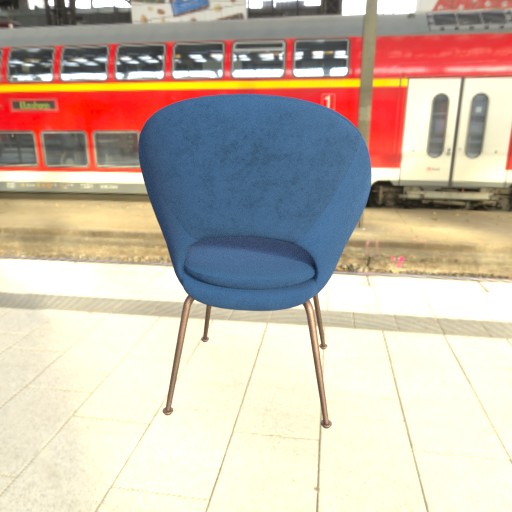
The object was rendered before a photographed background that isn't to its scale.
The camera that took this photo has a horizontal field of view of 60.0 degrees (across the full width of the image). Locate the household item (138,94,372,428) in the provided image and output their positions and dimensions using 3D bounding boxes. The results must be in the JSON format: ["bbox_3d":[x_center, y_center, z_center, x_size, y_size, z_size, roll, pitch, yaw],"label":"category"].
[{"bbox_3d":[0.000,0.000,1.286,0.623,0.852,0.573,2,17,7],"label":"household item"}]
